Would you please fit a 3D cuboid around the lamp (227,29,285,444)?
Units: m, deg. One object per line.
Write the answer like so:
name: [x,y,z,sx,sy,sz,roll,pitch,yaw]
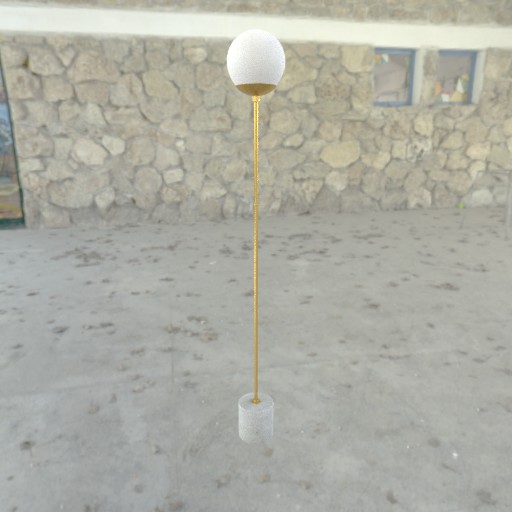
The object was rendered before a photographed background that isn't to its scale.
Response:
lamp: [0.000,0.000,1.888,0.224,1.753,0.224,-3,15,-10]
